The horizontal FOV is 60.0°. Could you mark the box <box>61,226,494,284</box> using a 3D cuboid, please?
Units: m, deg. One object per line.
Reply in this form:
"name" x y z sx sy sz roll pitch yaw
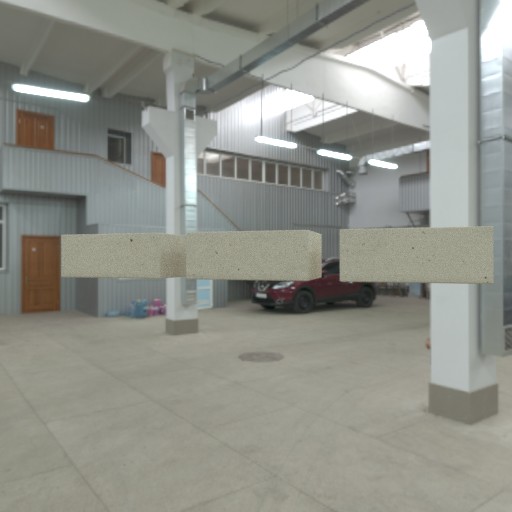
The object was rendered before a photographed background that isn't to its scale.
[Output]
"box" 0.000 0.000 0.495 0.461 0.051 0.082 0 0 18
